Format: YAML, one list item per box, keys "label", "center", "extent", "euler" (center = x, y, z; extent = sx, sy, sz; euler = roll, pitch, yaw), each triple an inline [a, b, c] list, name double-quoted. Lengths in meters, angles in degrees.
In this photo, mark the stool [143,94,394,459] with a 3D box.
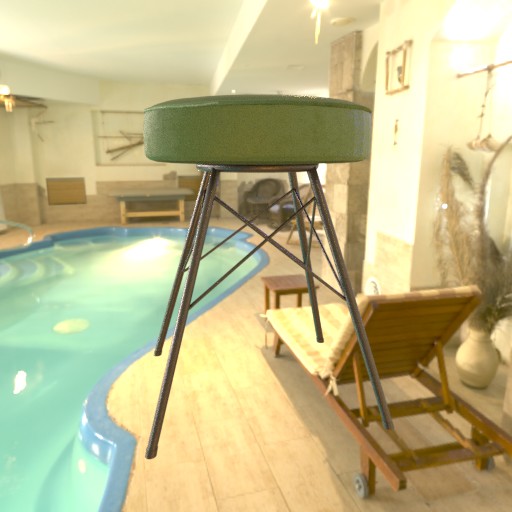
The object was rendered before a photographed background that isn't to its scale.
- label: "stool"
  center: [0.000, 0.000, 0.913]
  extent: [0.457, 0.595, 0.430]
  euler: [-2, 13, -10]
